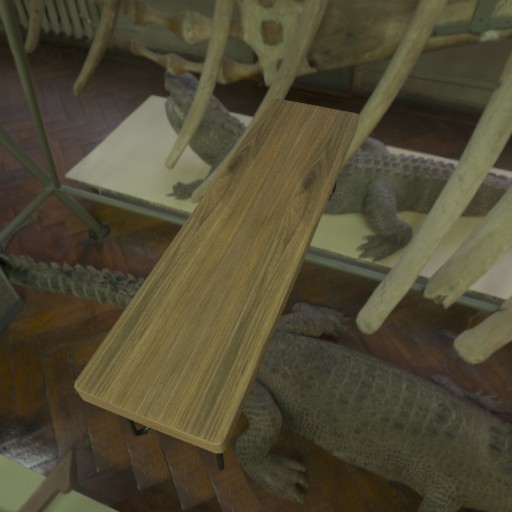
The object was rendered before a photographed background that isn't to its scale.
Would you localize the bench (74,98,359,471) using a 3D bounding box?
[{"bbox_3d":[0.000,0.000,1.744,0.425,0.462,1.570,16,50,14],"label":"bench"}]
